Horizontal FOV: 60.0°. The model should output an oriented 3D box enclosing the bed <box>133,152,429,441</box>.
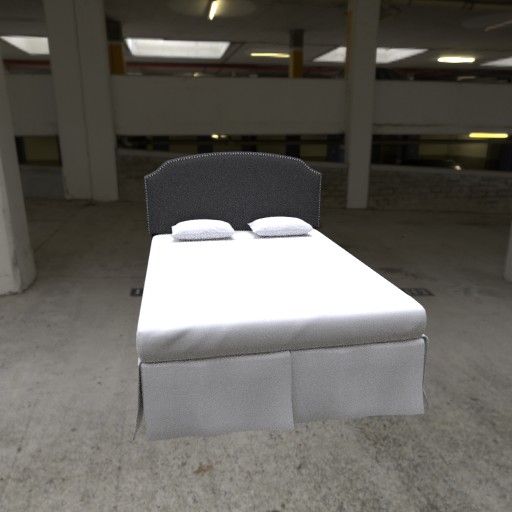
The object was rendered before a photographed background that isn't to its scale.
[{"bbox_3d":[0.000,0.000,2.994,1.558,1.270,1.999,-3,17,-10],"label":"bed"}]
